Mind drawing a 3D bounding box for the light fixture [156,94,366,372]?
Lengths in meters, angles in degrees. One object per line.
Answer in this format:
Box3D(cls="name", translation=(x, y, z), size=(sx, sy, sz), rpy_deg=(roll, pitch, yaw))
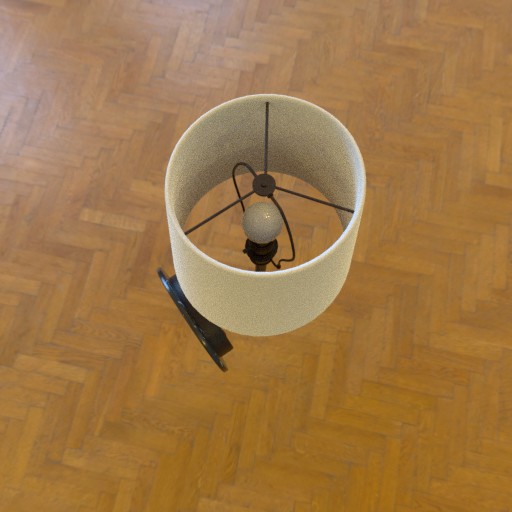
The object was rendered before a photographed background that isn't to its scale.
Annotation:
Box3D(cls="light fixture", translation=(0.000, 0.000, 0.442), size=(0.188, 0.337, 0.168), rpy_deg=(-33, 77, -9))
